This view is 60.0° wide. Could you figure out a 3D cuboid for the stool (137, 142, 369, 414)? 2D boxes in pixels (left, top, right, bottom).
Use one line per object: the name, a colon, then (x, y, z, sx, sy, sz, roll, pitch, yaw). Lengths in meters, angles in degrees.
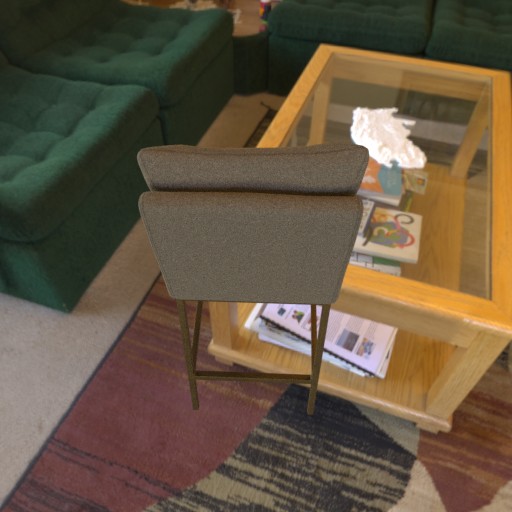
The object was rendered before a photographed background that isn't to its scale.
stool: (0.000, 0.000, 1.341, 0.463, 1.030, 0.569, 2, 48, 2)
